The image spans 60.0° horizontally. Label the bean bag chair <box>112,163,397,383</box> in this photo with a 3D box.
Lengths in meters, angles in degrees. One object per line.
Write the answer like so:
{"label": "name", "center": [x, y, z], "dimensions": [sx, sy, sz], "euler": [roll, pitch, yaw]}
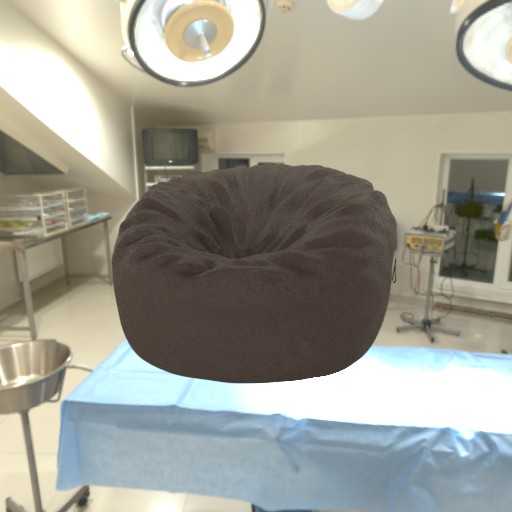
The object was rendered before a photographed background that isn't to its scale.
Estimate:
{"label": "bean bag chair", "center": [0.000, 0.000, 2.049], "dimensions": [1.245, 0.821, 1.245], "euler": [0, 13, 0]}
